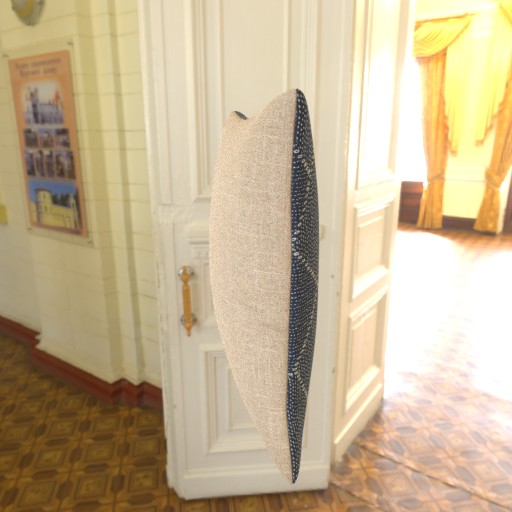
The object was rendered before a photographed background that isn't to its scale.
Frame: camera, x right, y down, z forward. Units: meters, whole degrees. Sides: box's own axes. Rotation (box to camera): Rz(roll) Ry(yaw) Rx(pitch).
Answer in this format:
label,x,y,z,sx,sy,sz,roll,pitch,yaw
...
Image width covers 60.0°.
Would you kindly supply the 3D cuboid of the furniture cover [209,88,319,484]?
label,x,y,z,sx,sy,sz,roll,pitch,yaw
furniture cover,0.000,0.000,0.768,0.162,0.503,0.511,-3,16,-10
